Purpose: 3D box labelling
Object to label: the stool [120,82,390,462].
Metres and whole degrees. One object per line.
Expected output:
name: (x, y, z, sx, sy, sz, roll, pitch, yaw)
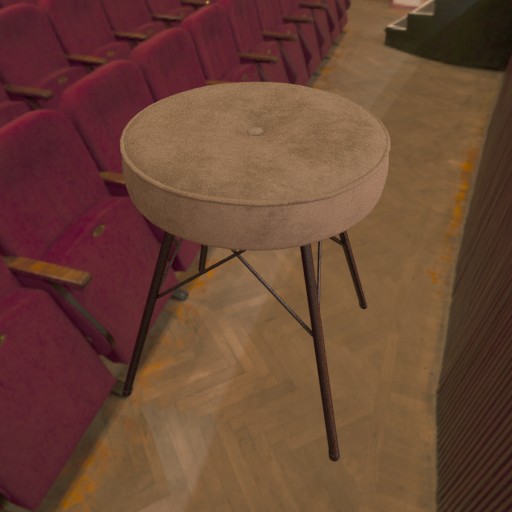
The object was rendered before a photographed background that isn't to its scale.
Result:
stool: (0.000, 0.000, 0.844, 0.457, 0.538, 0.423, 12, 42, 13)
